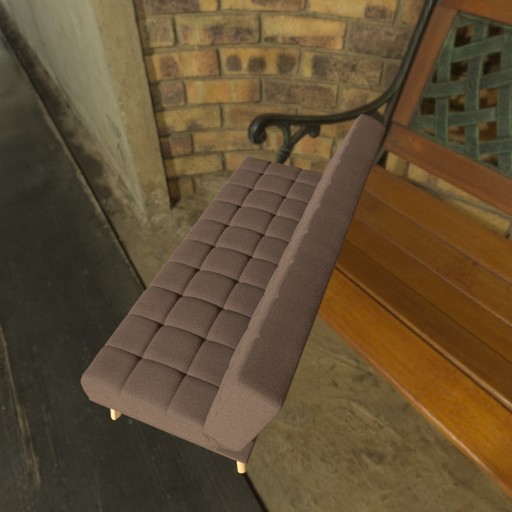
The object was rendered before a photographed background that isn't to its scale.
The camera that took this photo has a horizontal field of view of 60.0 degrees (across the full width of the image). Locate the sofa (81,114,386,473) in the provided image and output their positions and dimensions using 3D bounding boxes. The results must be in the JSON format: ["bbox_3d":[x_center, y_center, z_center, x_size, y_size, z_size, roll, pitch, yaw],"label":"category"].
[{"bbox_3d":[0.000,0.000,2.234,0.860,0.810,1.800,16,47,15],"label":"sofa"}]
